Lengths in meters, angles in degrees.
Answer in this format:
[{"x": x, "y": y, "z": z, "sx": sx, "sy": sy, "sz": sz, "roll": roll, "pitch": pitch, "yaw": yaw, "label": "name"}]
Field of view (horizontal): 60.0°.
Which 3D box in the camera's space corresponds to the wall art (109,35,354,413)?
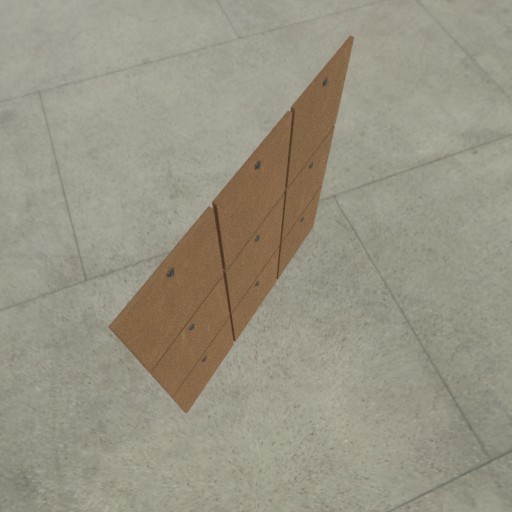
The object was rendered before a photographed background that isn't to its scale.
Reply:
[{"x": 0.000, "y": 0.000, "z": 1.342, "sx": 0.018, "sy": 0.913, "sz": 0.915, "roll": 29, "pitch": 66, "yaw": 15, "label": "wall art"}]
